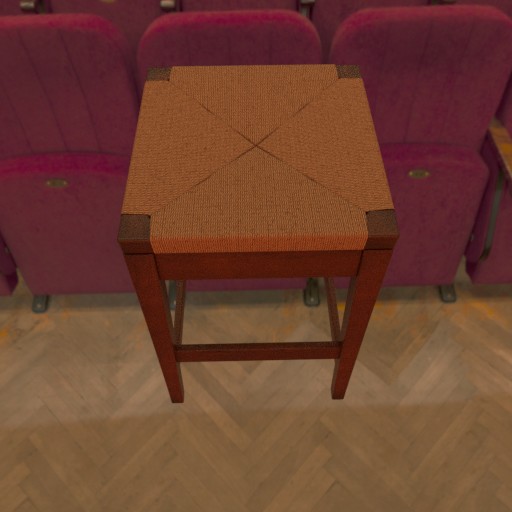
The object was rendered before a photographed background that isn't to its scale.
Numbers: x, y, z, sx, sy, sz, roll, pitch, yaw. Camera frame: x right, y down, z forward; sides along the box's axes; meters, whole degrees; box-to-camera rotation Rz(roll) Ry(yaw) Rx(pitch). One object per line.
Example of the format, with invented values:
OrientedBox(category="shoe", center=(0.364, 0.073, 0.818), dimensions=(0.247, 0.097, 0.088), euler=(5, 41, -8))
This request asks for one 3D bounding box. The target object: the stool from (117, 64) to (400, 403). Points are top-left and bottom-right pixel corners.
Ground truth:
OrientedBox(category="stool", center=(0.000, 0.000, 1.097), dimensions=(0.497, 0.762, 0.507), euler=(-1, 57, -1))
